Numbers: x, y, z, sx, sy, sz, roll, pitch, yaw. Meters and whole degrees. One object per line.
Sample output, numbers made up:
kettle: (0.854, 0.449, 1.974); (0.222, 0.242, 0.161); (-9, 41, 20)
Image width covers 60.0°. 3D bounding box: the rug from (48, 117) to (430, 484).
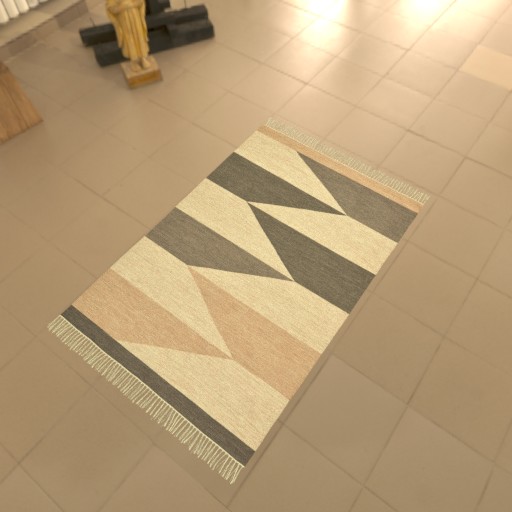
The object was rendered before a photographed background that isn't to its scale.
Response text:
rug: (0.000, 0.000, 2.529); (1.224, 0.027, 2.021); (32, 63, 19)
